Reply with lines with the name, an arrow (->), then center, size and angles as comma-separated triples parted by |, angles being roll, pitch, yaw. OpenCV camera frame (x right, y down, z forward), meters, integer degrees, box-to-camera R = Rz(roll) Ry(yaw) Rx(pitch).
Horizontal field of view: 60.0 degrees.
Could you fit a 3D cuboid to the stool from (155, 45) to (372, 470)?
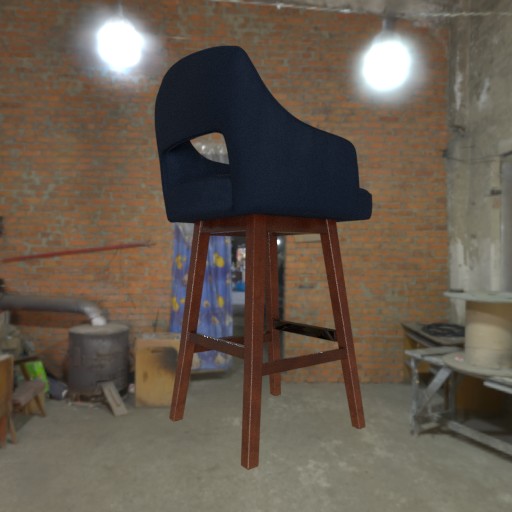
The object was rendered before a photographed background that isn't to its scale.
stool -> 0.000, 0.000, 1.351 | 0.560, 1.041, 0.550 | 0, 0, -37
